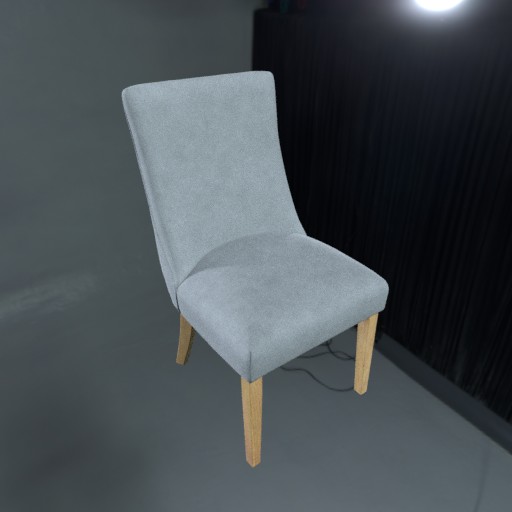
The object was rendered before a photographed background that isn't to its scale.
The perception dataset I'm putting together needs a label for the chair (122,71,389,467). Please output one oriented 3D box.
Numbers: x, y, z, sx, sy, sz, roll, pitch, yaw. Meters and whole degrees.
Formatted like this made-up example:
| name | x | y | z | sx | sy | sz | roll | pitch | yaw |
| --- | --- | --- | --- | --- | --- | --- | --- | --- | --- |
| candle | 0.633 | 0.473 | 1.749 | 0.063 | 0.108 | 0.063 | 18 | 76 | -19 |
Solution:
| name | x | y | z | sx | sy | sz | roll | pitch | yaw |
| --- | --- | --- | --- | --- | --- | --- | --- | --- | --- |
| chair | 0.000 | 0.000 | 1.278 | 0.495 | 0.902 | 0.610 | -21 | 37 | -30 |
